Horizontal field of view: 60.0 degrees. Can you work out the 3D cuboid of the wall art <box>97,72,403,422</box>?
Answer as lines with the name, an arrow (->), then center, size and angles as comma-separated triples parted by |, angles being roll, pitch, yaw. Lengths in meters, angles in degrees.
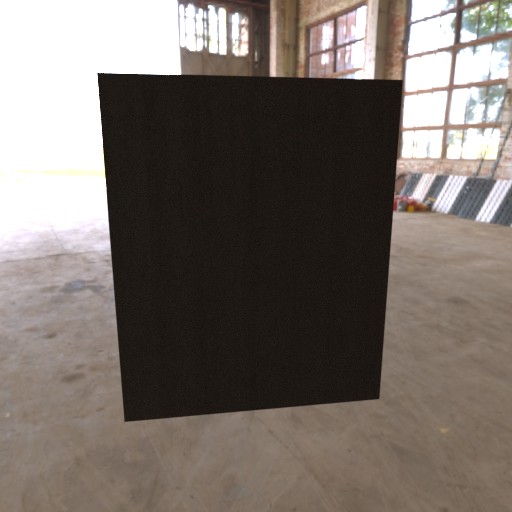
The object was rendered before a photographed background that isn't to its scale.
wall art -> 0.000, 0.000, 0.734 | 0.455, 0.552, 0.034 | -2, 14, -9
